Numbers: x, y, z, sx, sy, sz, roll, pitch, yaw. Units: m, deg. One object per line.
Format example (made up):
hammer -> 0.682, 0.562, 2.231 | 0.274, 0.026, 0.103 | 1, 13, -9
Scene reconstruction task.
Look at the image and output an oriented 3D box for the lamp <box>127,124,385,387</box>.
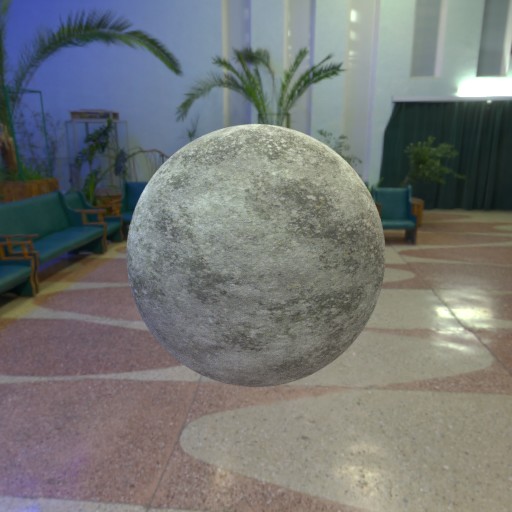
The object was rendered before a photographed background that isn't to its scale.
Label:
lamp -> 0.000, 0.000, 0.752 | 0.422, 0.429, 0.422 | 0, 15, 0
